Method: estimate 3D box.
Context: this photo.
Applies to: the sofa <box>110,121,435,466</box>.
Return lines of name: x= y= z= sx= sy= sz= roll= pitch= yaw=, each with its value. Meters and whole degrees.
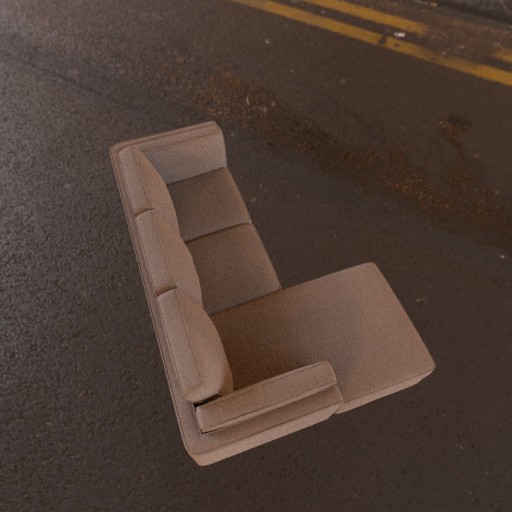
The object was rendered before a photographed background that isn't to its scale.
sofa: x=0.000 y=0.000 z=3.213 sx=1.604 sy=0.929 sz=2.411 roll=-17 pitch=59 yaw=-11
